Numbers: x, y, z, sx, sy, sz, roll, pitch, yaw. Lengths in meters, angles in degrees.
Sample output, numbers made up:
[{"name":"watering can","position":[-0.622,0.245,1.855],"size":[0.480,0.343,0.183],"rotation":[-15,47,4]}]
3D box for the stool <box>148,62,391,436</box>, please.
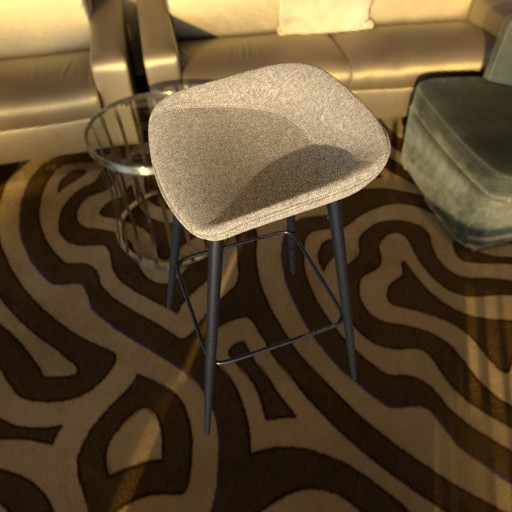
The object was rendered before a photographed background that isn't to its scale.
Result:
[{"name":"stool","position":[0.000,0.000,1.129],"size":[0.480,0.814,0.469],"rotation":[-16,49,-14]}]
